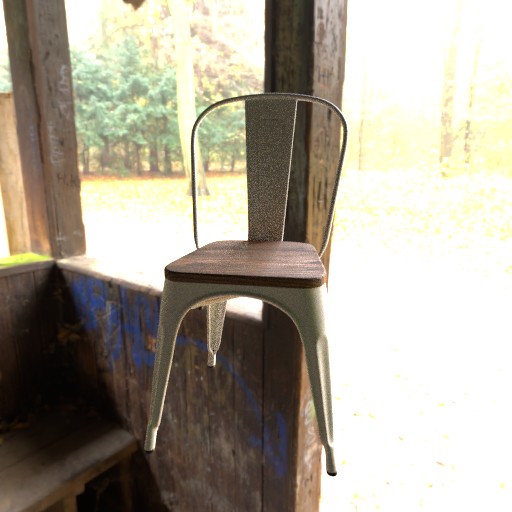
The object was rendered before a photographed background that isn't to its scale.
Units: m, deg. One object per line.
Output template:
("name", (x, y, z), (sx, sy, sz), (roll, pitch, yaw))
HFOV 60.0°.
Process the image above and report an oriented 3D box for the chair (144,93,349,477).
("chair", (0.000, 0.000, 1.152), (0.452, 0.851, 0.521), (2, 14, 9))
